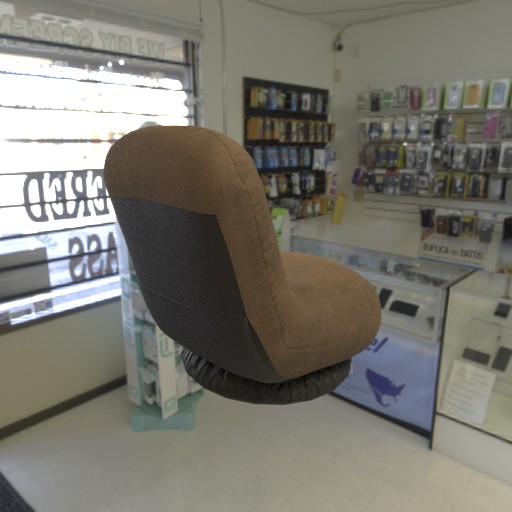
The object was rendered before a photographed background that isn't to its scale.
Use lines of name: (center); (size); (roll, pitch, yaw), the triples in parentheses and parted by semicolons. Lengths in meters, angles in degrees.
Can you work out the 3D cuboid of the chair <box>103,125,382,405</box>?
chair: (0.000, 0.000, 1.068); (0.597, 0.594, 0.521); (-14, 20, -43)
